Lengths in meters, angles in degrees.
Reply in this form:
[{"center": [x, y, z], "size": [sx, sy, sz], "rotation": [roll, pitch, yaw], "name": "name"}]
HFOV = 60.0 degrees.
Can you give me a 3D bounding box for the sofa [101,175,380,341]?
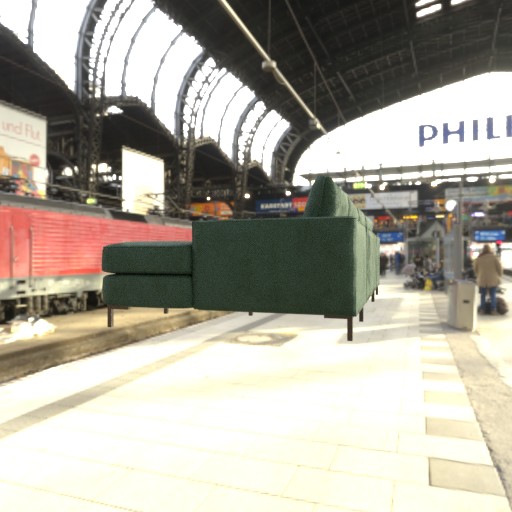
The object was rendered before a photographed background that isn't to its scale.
[{"center": [0.000, 0.000, 3.877], "size": [1.992, 0.861, 2.994], "rotation": [0, 0, 18], "name": "sofa"}]
